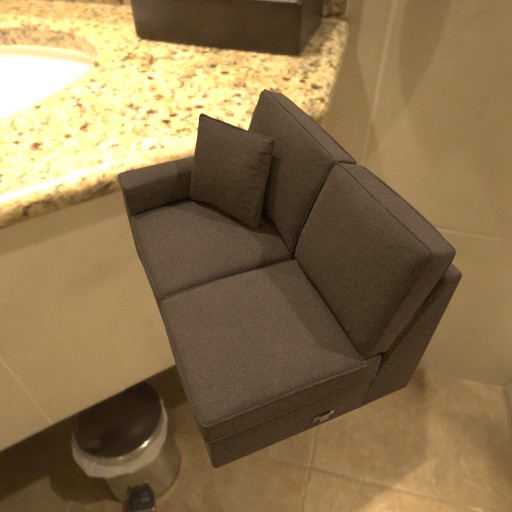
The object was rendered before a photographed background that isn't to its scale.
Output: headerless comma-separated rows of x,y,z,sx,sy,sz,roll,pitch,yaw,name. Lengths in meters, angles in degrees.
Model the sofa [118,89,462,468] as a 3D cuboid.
0.000,0.000,2.051,0.991,0.989,1.388,-17,47,-16,sofa
